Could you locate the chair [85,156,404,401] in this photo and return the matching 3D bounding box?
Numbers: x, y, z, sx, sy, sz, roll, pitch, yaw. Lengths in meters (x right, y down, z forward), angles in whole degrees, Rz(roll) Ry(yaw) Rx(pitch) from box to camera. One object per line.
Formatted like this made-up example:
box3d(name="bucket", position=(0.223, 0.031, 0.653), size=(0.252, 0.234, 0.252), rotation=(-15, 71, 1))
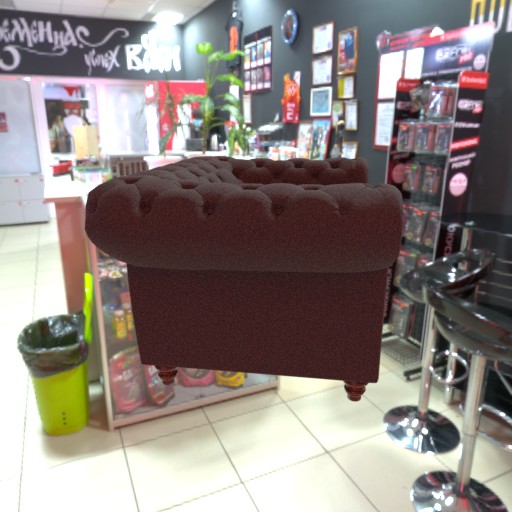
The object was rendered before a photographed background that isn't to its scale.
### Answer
box3d(name="chair", position=(0.000, 0.000, 1.898), size=(0.976, 0.770, 1.270), rotation=(2, 17, 8))
